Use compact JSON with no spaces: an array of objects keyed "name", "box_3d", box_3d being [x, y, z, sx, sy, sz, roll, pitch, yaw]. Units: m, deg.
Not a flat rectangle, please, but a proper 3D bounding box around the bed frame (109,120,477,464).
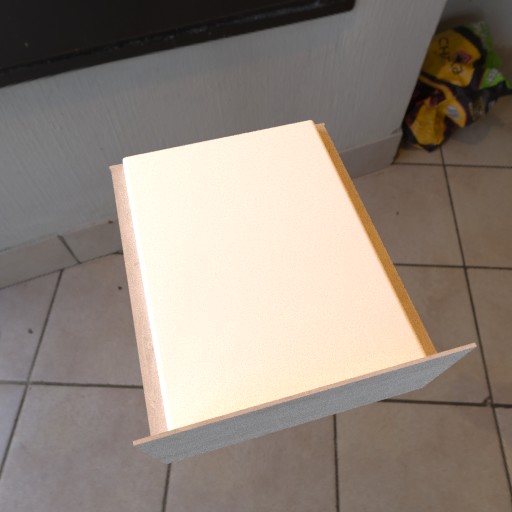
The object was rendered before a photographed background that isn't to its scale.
[{"name":"bed frame","box_3d":[0.000,0.000,2.805,1.622,0.800,1.960,-14,61,-8]}]
